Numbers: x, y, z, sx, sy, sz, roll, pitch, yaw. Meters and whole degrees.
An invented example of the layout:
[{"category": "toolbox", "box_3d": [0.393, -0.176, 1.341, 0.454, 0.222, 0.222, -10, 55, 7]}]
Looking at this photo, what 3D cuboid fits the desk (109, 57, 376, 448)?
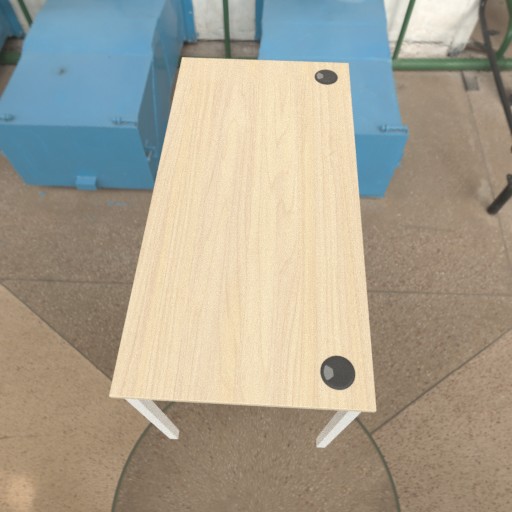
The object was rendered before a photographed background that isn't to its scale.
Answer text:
[{"category": "desk", "box_3d": [0.000, 0.000, 1.614, 0.600, 0.750, 1.200, 3, 60, 2]}]
